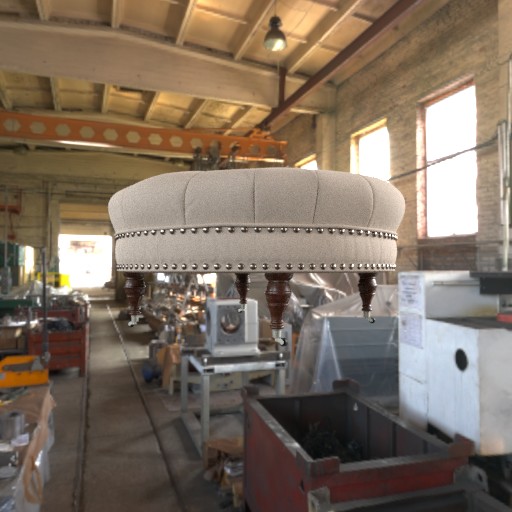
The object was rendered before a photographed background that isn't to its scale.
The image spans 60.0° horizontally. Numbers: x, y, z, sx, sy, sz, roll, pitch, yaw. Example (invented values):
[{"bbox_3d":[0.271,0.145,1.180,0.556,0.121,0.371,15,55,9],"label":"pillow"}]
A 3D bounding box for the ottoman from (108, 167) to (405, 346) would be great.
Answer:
[{"bbox_3d":[0.000,0.000,1.406,0.901,0.439,0.901,0,-2,0],"label":"ottoman"}]
